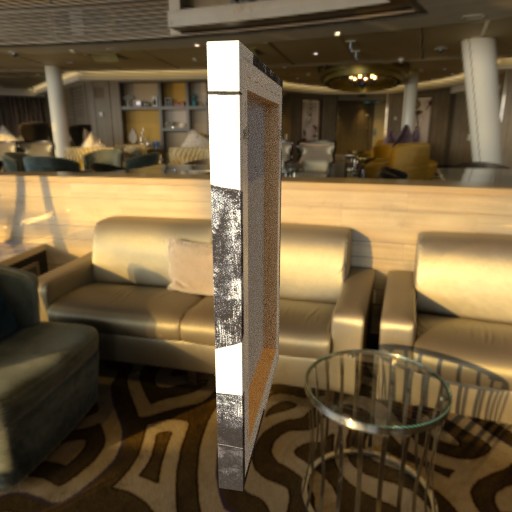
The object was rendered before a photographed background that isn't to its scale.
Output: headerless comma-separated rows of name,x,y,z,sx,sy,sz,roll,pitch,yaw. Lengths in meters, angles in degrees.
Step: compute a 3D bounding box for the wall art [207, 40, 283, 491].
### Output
wall art,0.000,0.000,0.769,0.039,0.610,0.407,3,16,10
